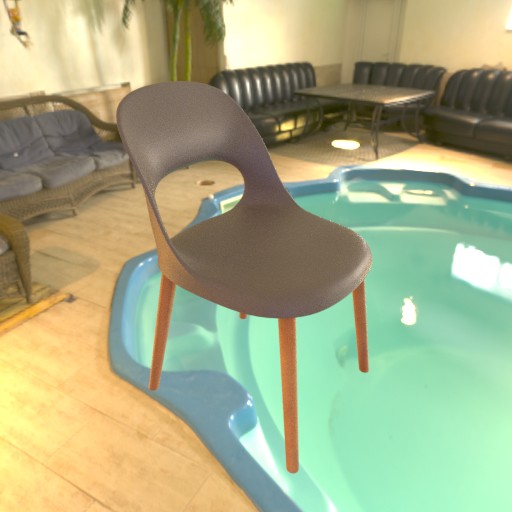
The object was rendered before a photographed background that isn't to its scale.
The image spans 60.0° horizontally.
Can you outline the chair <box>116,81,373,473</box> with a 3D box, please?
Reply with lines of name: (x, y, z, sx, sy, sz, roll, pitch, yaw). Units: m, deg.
chair: (0.000, 0.000, 1.129, 0.556, 0.795, 0.470, 18, 33, 31)
